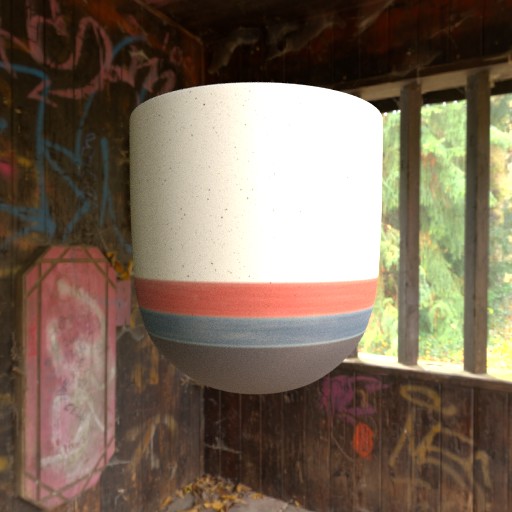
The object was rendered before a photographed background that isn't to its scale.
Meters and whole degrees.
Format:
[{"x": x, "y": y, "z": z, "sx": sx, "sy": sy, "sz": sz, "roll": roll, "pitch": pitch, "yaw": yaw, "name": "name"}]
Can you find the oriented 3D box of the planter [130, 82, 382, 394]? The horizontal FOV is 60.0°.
[{"x": 0.000, "y": 0.000, "z": 0.372, "sx": 0.204, "sy": 0.214, "sz": 0.204, "roll": 0, "pitch": 1, "yaw": 0, "name": "planter"}]
